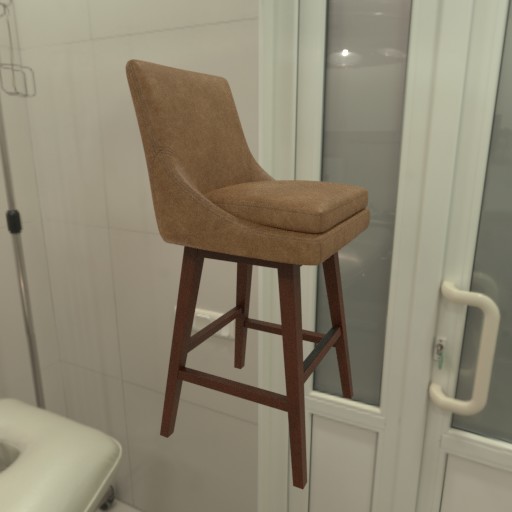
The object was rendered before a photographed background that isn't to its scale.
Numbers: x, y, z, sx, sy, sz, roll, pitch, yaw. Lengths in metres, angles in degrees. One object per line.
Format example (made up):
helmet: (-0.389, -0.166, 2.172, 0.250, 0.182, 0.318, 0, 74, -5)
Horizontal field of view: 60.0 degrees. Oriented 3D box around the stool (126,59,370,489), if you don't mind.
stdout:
stool: (0.000, 0.000, 1.336, 0.572, 1.079, 0.487, 8, 17, 26)
